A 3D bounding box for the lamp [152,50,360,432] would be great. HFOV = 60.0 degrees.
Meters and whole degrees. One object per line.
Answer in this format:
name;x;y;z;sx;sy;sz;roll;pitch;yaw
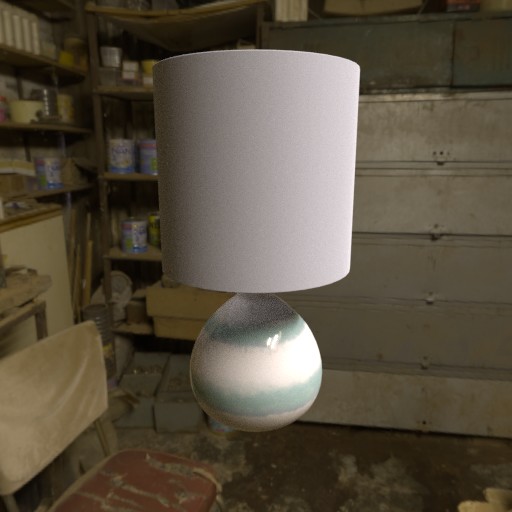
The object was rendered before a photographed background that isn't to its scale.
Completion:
lamp;0.000;0.000;0.520;0.217;0.404;0.217;2;14;10
